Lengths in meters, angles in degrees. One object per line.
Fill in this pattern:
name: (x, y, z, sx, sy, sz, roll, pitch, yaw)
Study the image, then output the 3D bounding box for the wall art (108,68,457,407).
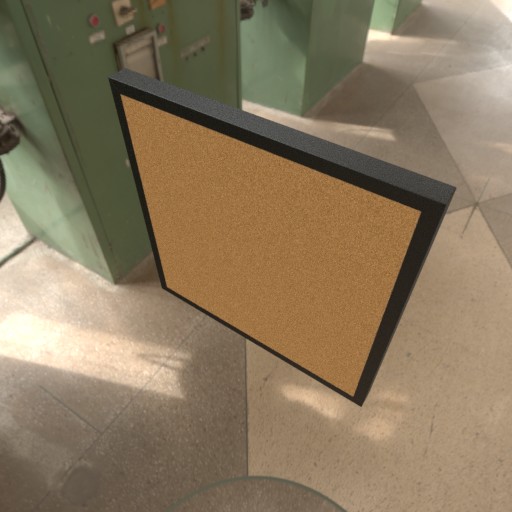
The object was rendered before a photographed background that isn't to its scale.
wall art: (0.000, 0.000, 0.758, 0.508, 0.508, 0.036, 27, 53, 22)
